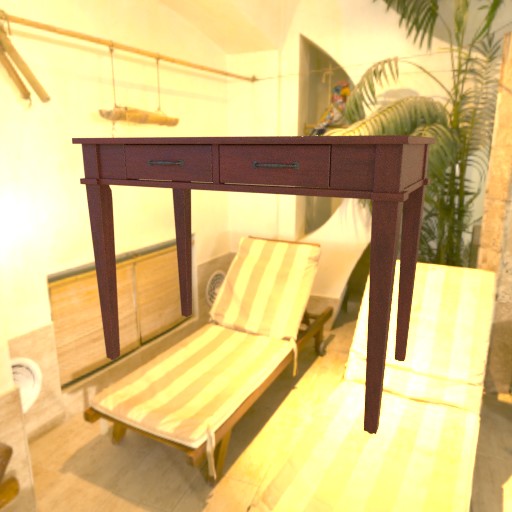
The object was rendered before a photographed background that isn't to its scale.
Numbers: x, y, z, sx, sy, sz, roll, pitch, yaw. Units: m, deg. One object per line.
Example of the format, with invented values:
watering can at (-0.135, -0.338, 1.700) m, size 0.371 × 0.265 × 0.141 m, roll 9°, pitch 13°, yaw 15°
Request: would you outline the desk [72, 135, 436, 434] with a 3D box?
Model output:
desk at (0.000, 0.000, 1.480) m, size 1.001 × 0.762 × 0.549 m, roll 7°, pitch 16°, yaw 26°
